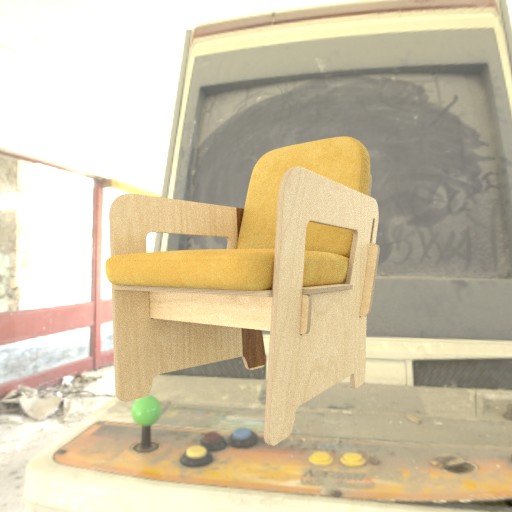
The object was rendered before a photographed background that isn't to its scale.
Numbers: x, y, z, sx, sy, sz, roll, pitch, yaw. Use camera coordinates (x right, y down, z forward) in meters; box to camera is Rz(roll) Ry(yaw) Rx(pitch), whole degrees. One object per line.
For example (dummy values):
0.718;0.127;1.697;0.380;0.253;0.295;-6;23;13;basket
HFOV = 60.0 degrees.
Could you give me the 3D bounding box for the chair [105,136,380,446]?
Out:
0.000;0.000;1.291;0.590;0.800;0.710;-1;-2;37;chair
